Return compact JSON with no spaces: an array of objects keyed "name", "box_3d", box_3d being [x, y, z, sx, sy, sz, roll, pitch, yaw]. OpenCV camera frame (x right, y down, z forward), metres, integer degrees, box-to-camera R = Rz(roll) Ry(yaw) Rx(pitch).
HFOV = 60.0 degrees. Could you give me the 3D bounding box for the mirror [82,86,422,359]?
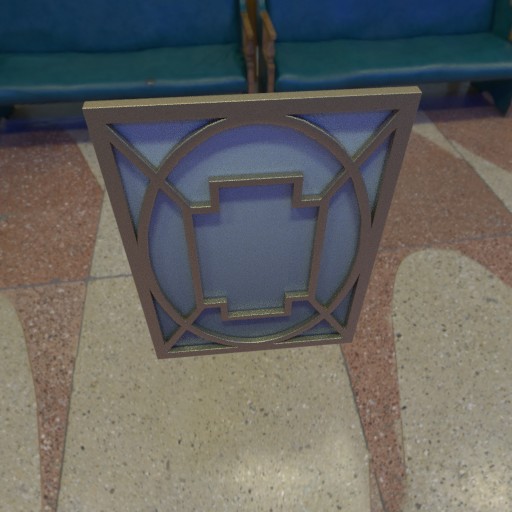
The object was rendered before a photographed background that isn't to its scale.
[{"name":"mirror","box_3d":[0.000,0.000,1.358,0.756,1.023,0.032,-4,46,-4]}]
